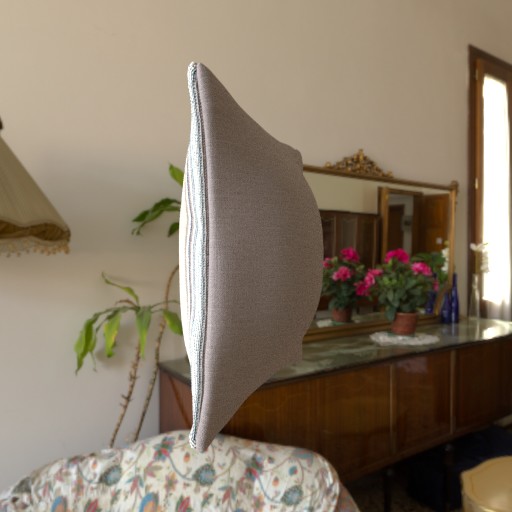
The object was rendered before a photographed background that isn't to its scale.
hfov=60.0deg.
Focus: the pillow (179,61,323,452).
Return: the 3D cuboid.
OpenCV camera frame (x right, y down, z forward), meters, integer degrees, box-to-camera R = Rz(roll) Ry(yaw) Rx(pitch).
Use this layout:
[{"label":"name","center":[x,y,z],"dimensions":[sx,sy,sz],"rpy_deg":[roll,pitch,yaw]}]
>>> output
[{"label":"pillow","center":[0.000,0.000,0.672],"dimensions":[0.189,0.416,0.435],"rpy_deg":[0,0,20]}]
